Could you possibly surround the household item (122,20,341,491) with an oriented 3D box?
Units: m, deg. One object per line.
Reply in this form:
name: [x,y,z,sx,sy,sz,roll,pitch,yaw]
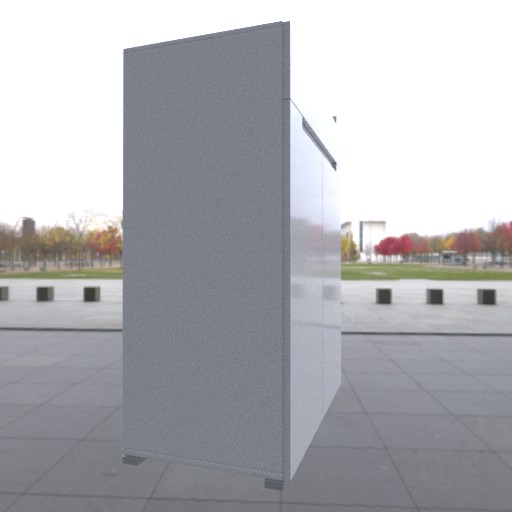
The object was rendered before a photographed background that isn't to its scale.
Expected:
household item: [0.000,0.000,1.387,0.420,1.010,0.790,0,0,19]
